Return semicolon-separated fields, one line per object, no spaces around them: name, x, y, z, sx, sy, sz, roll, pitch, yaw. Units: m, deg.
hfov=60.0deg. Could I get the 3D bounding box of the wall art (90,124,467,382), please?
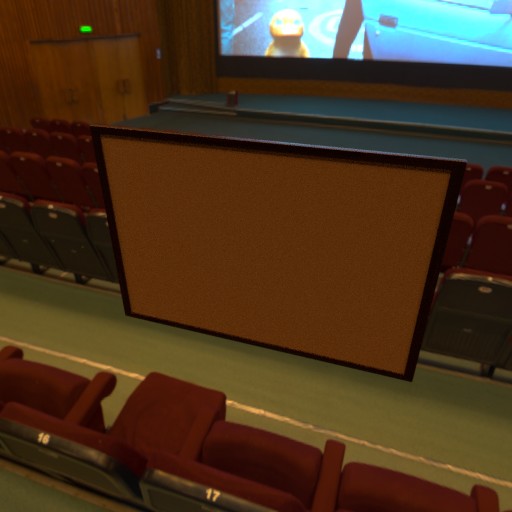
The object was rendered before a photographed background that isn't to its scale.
wall art;0.000;0.000;1.067;0.816;0.559;0.014;10;32;16
